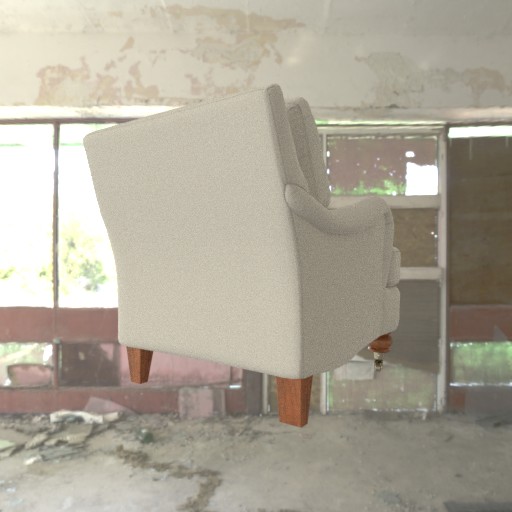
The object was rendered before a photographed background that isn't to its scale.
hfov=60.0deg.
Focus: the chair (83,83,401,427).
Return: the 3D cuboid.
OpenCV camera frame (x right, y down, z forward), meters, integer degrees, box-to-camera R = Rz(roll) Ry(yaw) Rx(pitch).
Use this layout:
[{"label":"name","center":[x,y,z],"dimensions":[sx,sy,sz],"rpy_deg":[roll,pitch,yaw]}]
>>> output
[{"label":"chair","center":[0.000,0.000,1.860],"dimensions":[0.955,1.038,1.070],"rpy_deg":[0,1,36]}]
